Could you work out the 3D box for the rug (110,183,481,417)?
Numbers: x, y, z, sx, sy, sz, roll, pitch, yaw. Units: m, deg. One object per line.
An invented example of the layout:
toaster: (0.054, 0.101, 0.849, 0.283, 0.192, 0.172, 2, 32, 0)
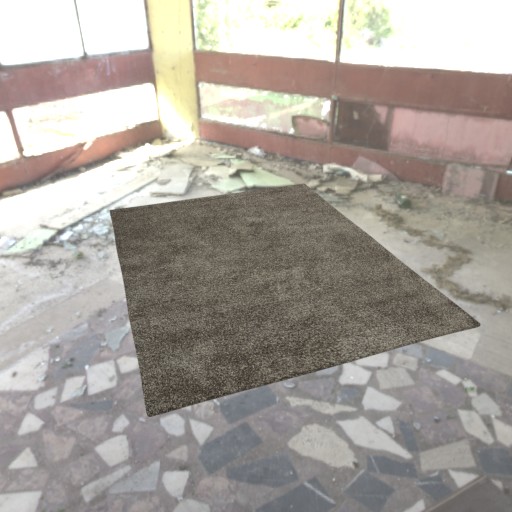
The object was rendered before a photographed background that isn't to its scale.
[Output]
rug: (0.000, 0.000, 4.090, 2.401, 0.025, 3.000, -10, 32, -17)
